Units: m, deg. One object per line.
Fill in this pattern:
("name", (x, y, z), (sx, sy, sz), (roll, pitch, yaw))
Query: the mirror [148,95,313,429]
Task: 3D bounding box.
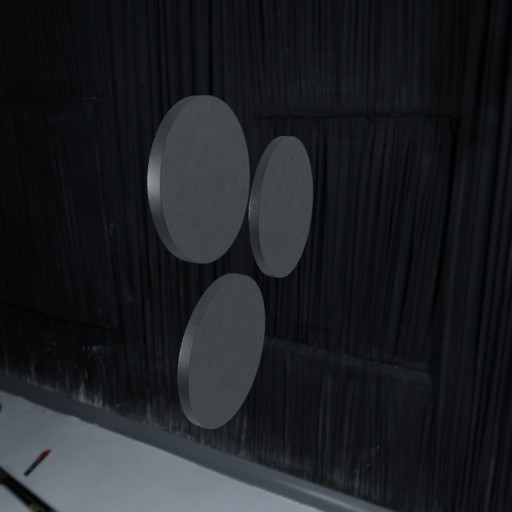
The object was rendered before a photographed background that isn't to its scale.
("mirror", (0.000, 0.000, 3.188), (0.076, 2.096, 2.160), (8, 18, 25))
